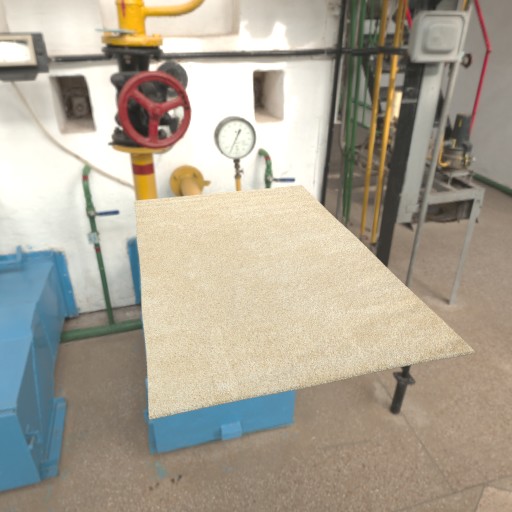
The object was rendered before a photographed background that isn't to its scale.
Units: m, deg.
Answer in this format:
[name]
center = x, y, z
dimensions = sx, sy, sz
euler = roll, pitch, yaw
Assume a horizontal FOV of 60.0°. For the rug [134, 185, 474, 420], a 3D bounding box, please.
[rug]
center = 0.000, 0.000, 2.909
dimensions = 1.500, 0.025, 2.346
euler = -7, 30, -13
